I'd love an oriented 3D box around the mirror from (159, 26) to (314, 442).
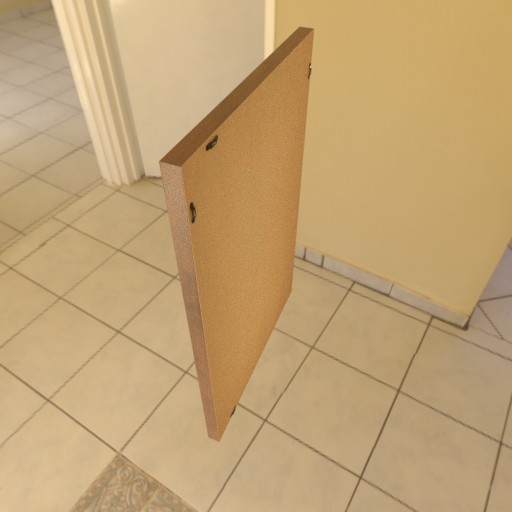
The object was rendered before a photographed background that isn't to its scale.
[{"bbox_3d":[0.000,0.000,1.136,0.040,0.915,0.609,17,47,16],"label":"mirror"}]
